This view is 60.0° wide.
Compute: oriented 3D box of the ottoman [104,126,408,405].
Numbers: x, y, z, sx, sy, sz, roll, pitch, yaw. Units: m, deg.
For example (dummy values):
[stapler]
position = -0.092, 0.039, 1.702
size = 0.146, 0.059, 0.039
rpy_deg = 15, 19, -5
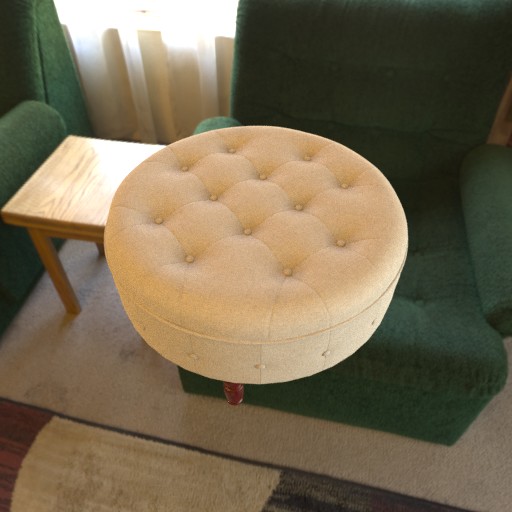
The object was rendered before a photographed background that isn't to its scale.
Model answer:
[ottoman]
position = 0.000, 0.000, 1.388
size = 0.849, 0.478, 0.849
rpy_deg = 0, 46, 0
